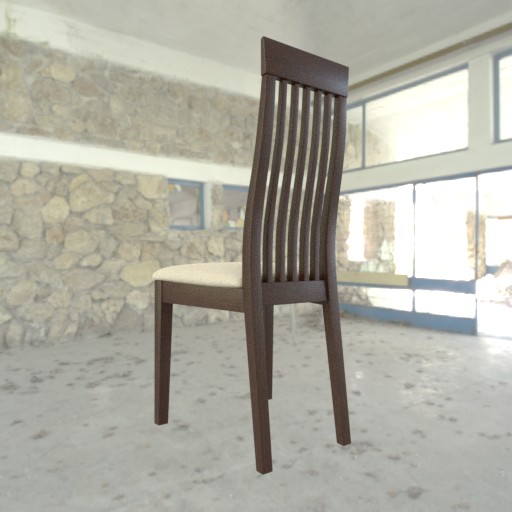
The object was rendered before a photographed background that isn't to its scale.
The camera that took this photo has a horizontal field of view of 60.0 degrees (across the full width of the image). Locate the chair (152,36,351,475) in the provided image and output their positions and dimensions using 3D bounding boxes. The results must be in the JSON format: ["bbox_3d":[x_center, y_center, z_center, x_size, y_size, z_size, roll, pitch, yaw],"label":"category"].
[{"bbox_3d":[0.000,0.000,1.308,0.460,1.027,0.474,0,0,-36],"label":"chair"}]
